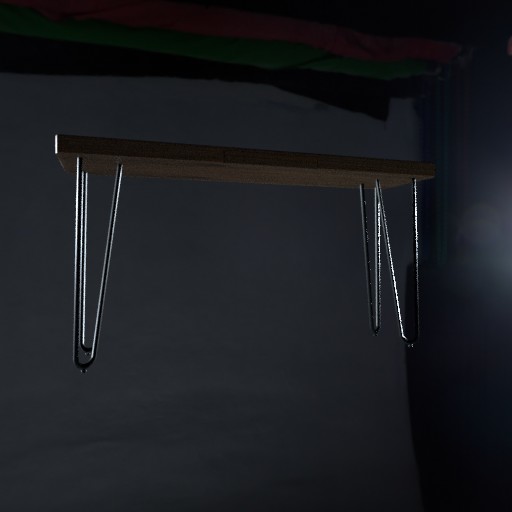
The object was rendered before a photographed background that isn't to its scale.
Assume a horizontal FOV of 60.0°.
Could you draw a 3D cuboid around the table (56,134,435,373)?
[{"bbox_3d":[0.000,0.000,1.945,1.570,0.834,0.425,0,0,-18],"label":"table"}]
